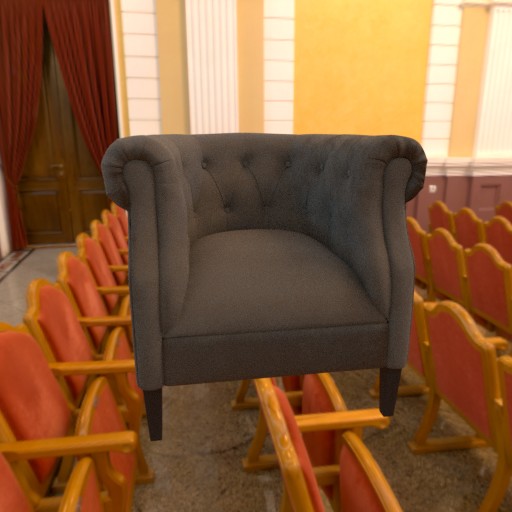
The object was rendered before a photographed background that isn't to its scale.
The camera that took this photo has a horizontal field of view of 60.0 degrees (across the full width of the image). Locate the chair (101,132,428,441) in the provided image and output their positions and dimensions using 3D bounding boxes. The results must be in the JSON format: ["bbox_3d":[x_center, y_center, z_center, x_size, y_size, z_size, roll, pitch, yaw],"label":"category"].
[{"bbox_3d":[0.000,0.000,1.547,0.904,0.826,0.851,-3,16,-9],"label":"chair"}]
